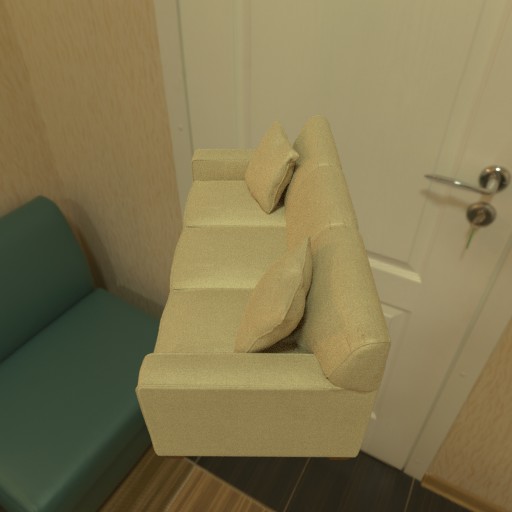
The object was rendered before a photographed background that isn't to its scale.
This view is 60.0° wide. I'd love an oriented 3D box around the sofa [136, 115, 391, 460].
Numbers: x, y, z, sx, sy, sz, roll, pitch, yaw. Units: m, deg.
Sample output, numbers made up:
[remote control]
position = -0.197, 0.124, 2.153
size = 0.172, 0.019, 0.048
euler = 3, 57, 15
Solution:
[sofa]
position = 0.000, 0.000, 2.575
size = 0.997, 0.958, 2.024
euler = 0, 40, 0
